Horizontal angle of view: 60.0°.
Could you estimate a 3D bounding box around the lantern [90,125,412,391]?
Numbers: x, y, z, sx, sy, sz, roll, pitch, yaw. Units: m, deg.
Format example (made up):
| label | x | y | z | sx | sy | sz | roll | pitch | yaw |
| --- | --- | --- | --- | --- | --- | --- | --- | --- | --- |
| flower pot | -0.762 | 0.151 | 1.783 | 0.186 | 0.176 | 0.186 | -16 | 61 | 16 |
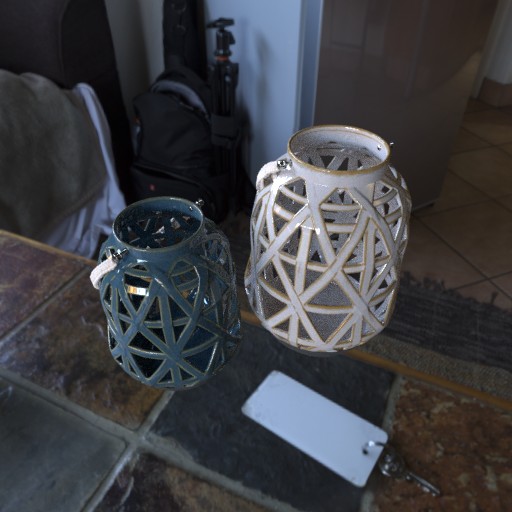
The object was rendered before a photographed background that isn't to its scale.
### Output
| label | x | y | z | sx | sy | sz | roll | pitch | yaw |
| --- | --- | --- | --- | --- | --- | --- | --- | --- | --- |
| lantern | 0.000 | 0.000 | 0.620 | 0.439 | 0.307 | 0.245 | -13 | 42 | -15 |
